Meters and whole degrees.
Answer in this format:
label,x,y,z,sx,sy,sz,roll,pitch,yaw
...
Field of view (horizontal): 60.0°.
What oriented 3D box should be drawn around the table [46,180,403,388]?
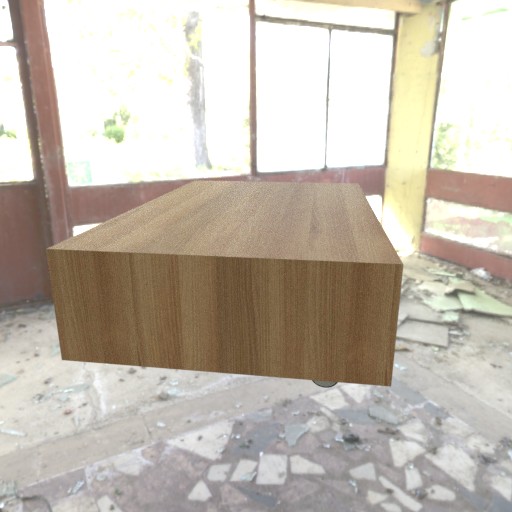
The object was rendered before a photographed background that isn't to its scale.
label,x,y,z,sx,sy,sz,roll,pitch,yaw
table,0.000,0.000,1.419,0.700,0.330,1.100,2,17,8
